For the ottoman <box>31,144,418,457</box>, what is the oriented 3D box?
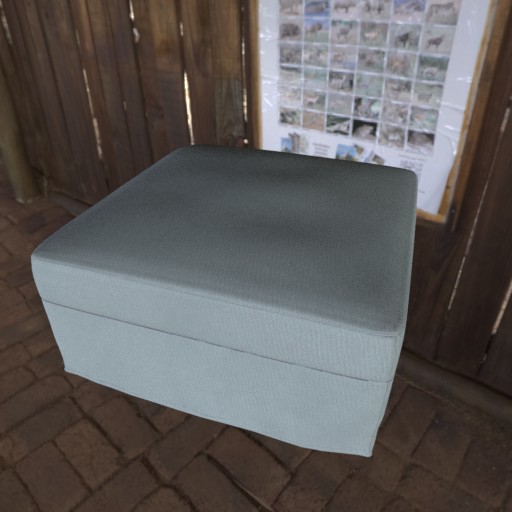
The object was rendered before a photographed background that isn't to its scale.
[{"bbox_3d":[0.000,0.000,1.295,0.842,0.441,0.843,10,34,16],"label":"ottoman"}]
